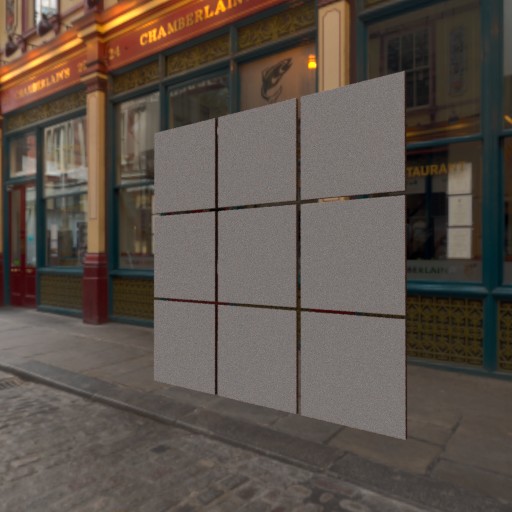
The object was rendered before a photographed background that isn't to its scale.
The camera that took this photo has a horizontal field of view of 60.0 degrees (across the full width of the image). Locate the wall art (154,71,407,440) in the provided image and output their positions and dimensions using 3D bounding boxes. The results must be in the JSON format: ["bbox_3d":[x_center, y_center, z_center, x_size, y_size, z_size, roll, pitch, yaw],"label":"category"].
[{"bbox_3d":[0.000,0.000,1.871,1.256,1.246,0.017,0,-1,36],"label":"wall art"}]
